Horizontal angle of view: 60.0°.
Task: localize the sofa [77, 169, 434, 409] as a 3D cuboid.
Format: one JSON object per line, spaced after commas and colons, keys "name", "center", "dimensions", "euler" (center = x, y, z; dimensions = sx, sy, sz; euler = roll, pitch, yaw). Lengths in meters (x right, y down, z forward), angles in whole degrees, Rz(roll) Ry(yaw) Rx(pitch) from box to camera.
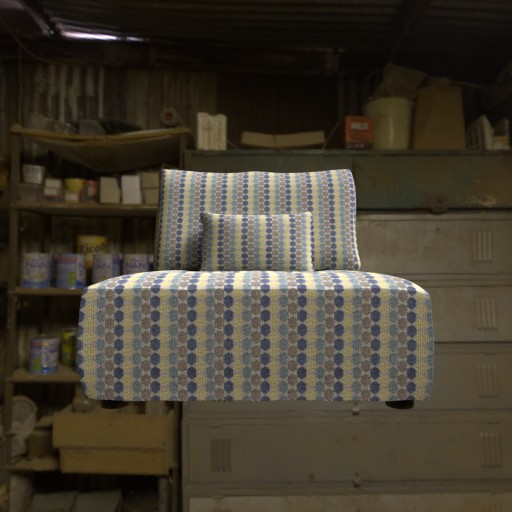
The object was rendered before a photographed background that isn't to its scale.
{"name": "sofa", "center": [0.000, 0.000, 1.652], "dimensions": [0.930, 0.830, 1.000], "euler": [0, -1, 0]}
